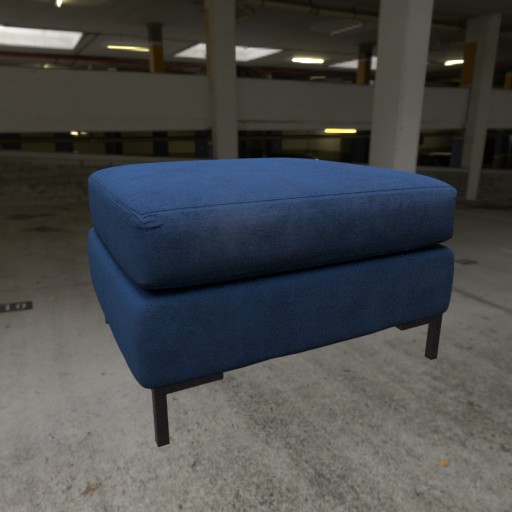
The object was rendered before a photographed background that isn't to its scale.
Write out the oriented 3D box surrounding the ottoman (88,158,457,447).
[{"bbox_3d":[0.000,0.000,1.179,0.794,0.485,0.655,-8,19,-26],"label":"ottoman"}]
